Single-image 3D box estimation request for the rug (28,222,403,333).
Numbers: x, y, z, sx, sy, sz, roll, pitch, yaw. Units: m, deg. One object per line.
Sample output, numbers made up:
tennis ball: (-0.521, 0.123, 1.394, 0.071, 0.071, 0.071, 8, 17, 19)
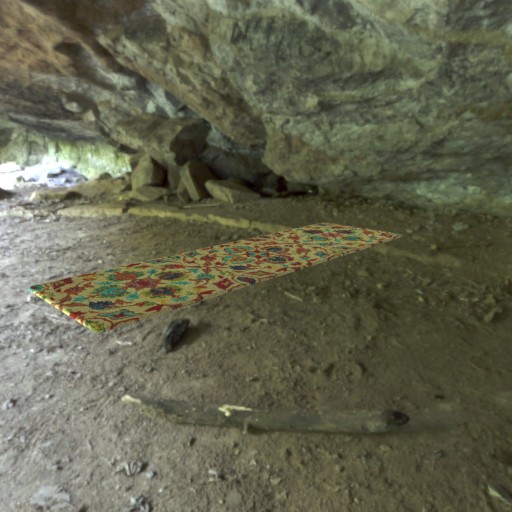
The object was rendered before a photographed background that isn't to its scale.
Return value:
rug: (0.000, 0.000, 2.561, 0.693, 0.016, 2.273, 14, 20, 43)
